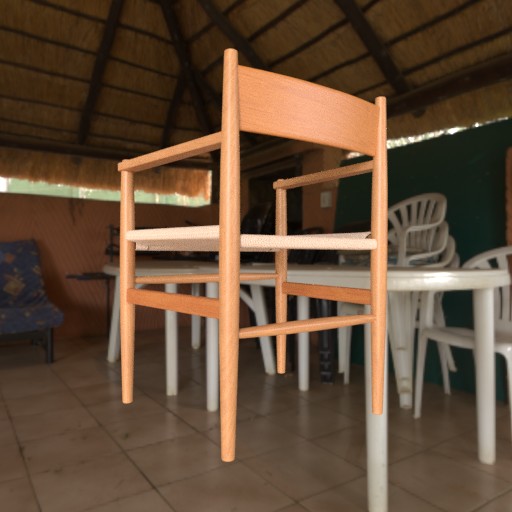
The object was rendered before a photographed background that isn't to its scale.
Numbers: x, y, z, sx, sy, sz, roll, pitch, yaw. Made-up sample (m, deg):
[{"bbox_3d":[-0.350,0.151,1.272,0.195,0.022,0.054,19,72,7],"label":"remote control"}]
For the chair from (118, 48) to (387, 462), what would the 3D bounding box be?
[{"bbox_3d":[0.000,0.000,1.125,0.556,0.762,0.495,0,0,-35],"label":"chair"}]
